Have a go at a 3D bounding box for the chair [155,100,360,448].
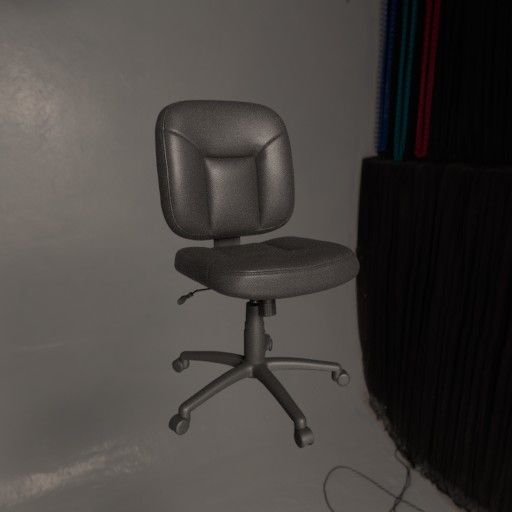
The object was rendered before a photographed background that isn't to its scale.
[{"bbox_3d":[0.000,0.000,1.383,0.647,0.959,0.646,-7,16,-26],"label":"chair"}]
